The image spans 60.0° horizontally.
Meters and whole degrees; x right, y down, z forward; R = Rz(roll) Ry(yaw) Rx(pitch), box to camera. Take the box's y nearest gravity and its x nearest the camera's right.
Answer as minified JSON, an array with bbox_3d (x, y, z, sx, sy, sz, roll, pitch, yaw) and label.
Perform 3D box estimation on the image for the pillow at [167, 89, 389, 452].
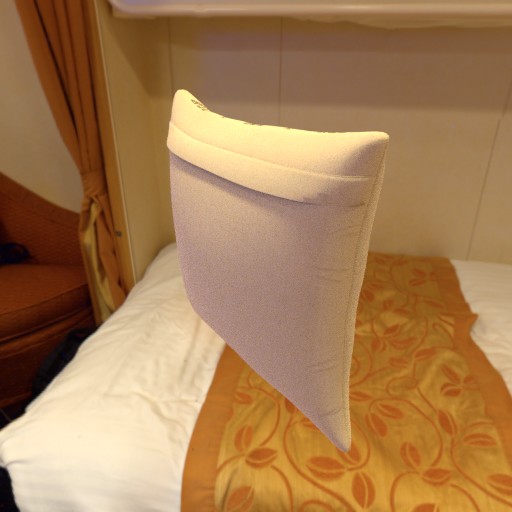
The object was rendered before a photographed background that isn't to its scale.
[{"bbox_3d":[0.000,0.000,0.623,0.173,0.406,0.405,-18,32,-31],"label":"pillow"}]
